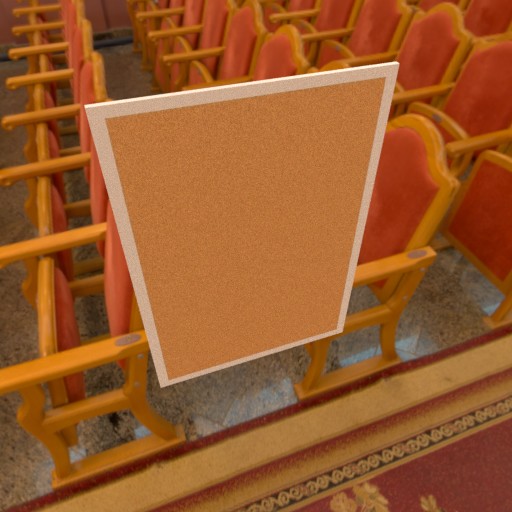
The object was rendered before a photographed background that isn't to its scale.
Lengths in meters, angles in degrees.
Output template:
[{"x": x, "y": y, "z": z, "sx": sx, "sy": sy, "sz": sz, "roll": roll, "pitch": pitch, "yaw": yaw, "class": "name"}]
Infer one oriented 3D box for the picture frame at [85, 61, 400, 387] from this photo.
[{"x": 0.000, "y": 0.000, "z": 1.202, "sx": 0.659, "sy": 0.940, "sz": 0.013, "roll": -14, "pitch": 44, "yaw": -15, "class": "picture frame"}]
